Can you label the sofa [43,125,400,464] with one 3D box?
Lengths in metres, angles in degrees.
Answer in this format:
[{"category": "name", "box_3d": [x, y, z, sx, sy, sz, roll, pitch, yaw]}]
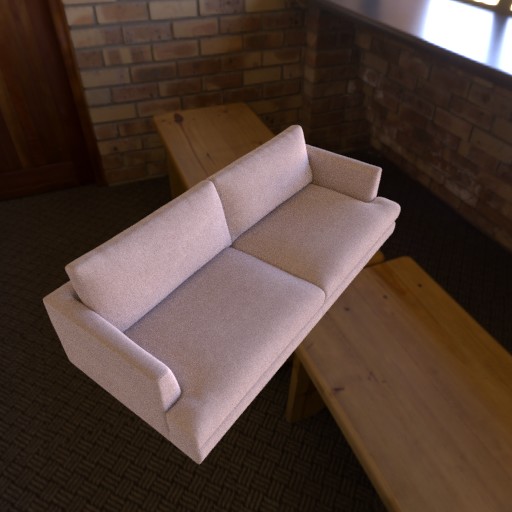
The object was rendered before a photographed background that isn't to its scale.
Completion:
[{"category": "sofa", "box_3d": [0.000, 0.000, 2.798, 1.020, 0.868, 2.250, 26, 46, 27]}]
